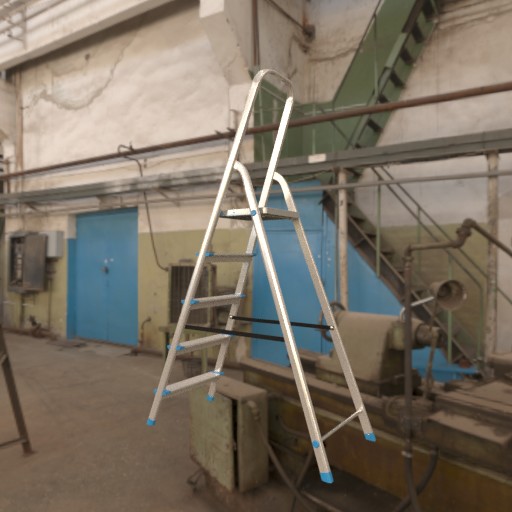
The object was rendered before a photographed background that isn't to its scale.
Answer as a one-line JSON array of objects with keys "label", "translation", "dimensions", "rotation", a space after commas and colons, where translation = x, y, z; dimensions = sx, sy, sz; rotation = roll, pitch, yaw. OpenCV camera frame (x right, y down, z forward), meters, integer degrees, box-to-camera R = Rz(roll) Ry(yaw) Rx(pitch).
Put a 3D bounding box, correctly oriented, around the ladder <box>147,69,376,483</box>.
[{"label": "ladder", "translation": [0.000, 0.000, 2.078], "dimensions": [0.990, 1.648, 0.468], "rotation": [0, 0, 35]}]
